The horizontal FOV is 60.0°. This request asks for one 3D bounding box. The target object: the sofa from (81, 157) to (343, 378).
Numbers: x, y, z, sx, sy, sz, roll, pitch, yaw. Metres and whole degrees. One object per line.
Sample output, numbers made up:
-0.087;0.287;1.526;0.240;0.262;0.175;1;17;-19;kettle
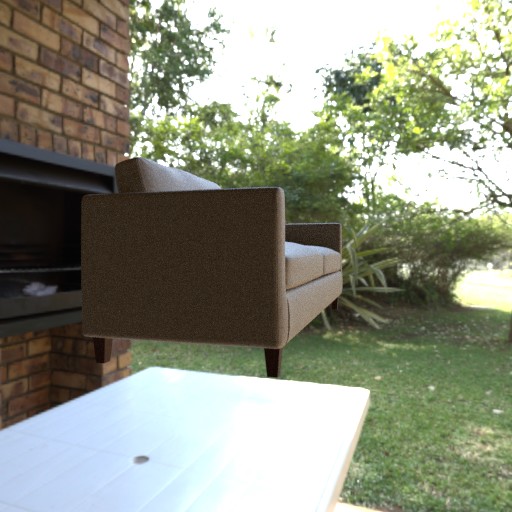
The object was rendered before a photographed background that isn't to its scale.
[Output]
0.000;0.000;2.992;0.951;0.965;2.434;0;1;16;sofa
